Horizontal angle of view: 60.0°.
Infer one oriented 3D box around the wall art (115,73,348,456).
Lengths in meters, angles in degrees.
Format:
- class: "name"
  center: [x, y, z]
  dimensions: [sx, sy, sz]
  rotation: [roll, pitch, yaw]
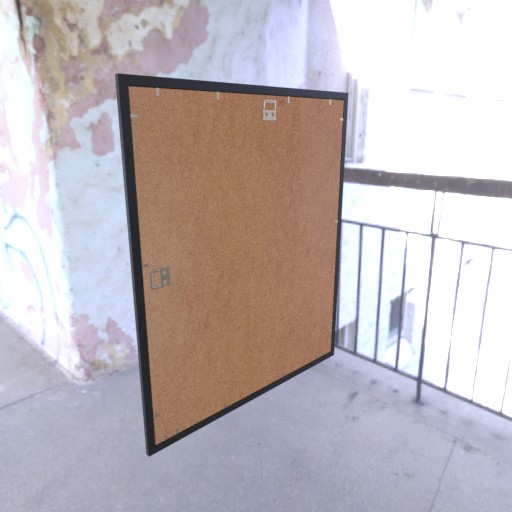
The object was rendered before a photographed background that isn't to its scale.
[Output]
- class: "wall art"
  center: [0.000, 0.000, 0.917]
  dimensions: [0.559, 0.660, 0.018]
  rotation: [-15, 22, -41]
